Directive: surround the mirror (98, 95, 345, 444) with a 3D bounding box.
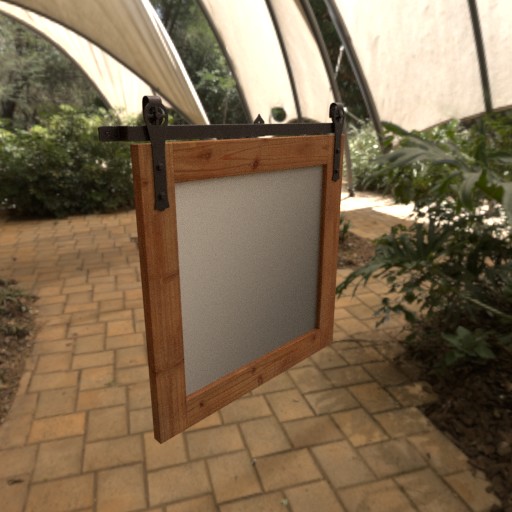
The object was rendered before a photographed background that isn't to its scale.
[{"bbox_3d":[0.000,0.000,1.202,0.054,0.800,0.805,16,24,42],"label":"mirror"}]
